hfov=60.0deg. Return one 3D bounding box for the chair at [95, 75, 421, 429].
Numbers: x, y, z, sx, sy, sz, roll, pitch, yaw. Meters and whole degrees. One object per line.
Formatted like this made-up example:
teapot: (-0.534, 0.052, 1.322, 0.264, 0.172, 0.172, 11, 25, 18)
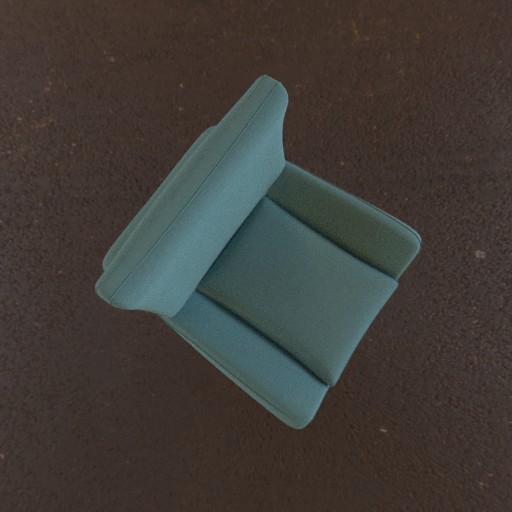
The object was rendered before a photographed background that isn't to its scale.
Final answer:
chair: (0.000, 0.000, 1.671, 1.008, 0.855, 0.859, 34, 79, 7)
